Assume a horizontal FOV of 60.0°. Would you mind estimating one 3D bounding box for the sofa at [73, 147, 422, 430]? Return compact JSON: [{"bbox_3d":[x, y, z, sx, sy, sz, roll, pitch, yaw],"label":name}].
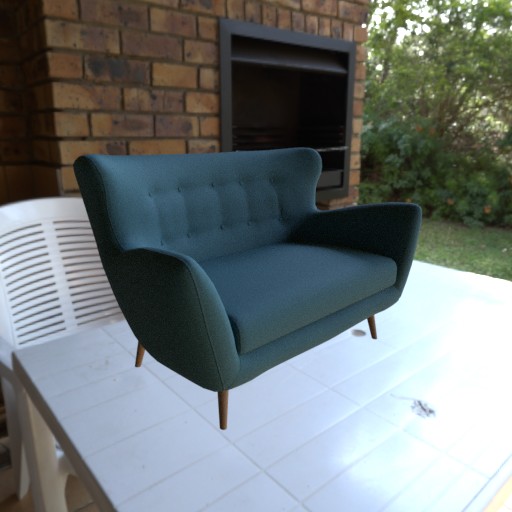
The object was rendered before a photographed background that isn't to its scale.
[{"bbox_3d":[0.000,0.000,1.941,1.397,0.889,0.889,-15,21,-43],"label":"sofa"}]
